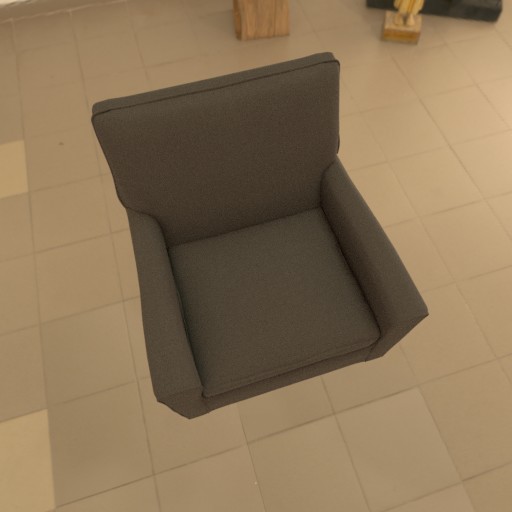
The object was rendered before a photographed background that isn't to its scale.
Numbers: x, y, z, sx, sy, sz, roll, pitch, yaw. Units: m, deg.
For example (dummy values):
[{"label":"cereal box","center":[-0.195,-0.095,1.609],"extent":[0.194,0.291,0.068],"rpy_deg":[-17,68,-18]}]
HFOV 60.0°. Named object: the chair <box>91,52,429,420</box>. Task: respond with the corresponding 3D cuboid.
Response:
[{"label":"chair","center":[0.000,0.000,1.573],"extent":[0.836,0.911,0.831],"rpy_deg":[-16,64,-8]}]
